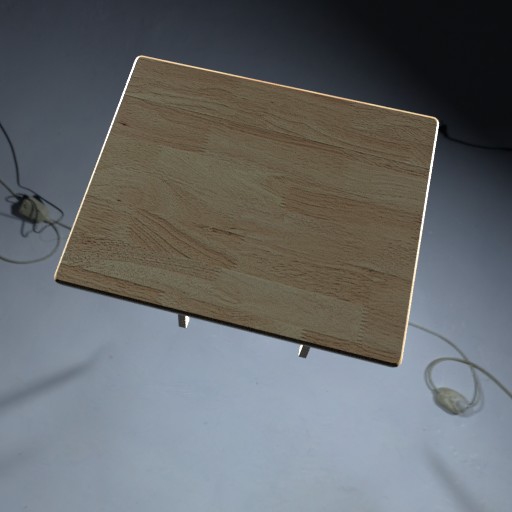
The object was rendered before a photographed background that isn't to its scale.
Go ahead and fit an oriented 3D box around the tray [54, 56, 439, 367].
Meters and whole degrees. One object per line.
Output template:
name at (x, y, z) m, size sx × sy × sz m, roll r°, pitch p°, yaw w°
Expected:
tray at (0.000, 0.000, 0.956) m, size 0.483 × 0.660 × 0.381 m, roll 13°, pitch 75°, yaw 4°
